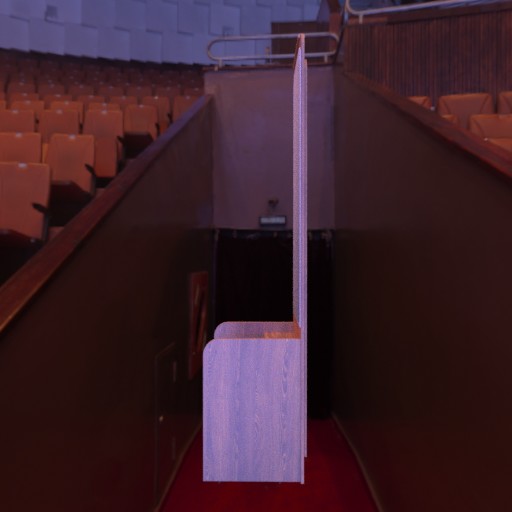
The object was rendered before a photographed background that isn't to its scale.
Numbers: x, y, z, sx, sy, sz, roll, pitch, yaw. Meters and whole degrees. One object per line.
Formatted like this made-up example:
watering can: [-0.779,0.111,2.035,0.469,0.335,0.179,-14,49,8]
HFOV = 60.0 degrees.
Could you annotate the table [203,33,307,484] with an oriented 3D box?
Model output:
table: [0.000,0.000,1.991,0.420,1.830,0.450,0,1,1]
